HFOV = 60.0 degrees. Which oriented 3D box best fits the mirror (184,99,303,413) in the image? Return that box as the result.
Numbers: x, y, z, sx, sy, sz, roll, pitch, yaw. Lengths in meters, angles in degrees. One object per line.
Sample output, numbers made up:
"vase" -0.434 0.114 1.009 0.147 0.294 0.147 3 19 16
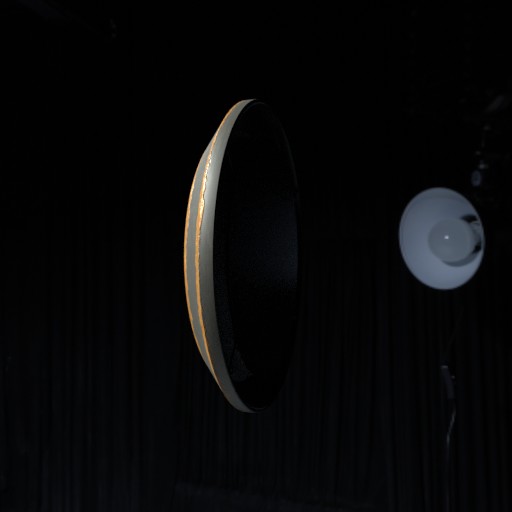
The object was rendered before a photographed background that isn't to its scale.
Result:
"mirror" 0.000 0.000 1.367 0.111 0.907 0.907 0 1 18
